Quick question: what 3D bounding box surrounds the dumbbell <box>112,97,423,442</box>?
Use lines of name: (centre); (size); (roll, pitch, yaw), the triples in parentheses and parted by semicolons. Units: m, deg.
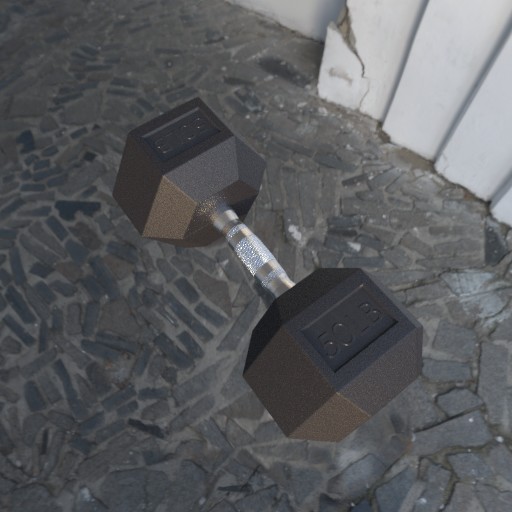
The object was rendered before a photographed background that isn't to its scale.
dumbbell: (0.000, 0.000, 0.476); (0.173, 0.150, 0.384); (-34, 68, -16)
